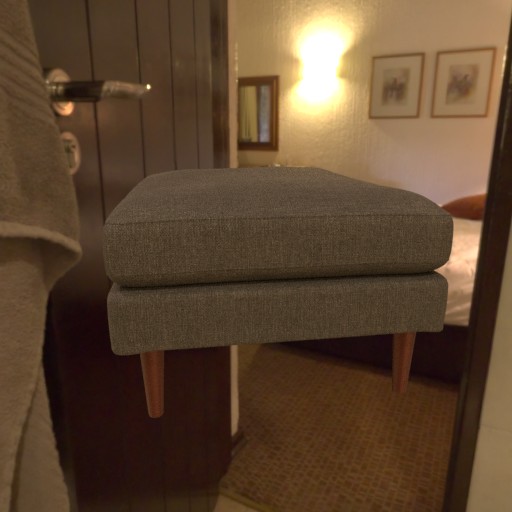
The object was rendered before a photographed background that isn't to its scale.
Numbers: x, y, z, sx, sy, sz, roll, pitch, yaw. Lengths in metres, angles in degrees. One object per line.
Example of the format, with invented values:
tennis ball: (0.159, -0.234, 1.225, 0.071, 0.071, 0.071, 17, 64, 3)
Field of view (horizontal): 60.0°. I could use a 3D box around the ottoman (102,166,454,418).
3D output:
ottoman: (0.000, 0.000, 1.254, 0.693, 0.474, 0.821, -2, 15, -9)
